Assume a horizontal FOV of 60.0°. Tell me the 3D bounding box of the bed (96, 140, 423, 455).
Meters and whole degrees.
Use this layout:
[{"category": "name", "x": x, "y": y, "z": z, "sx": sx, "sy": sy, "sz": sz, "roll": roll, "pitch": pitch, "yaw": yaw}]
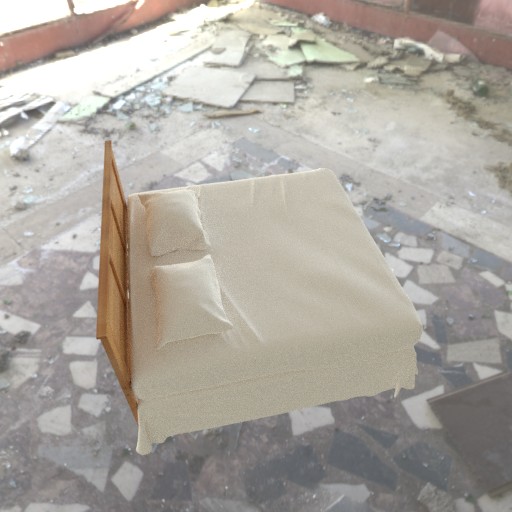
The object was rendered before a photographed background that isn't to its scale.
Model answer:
[{"category": "bed", "x": 0.000, "y": 0.000, "z": 3.630, "sx": 2.215, "sy": 1.270, "sz": 2.317, "roll": -9, "pitch": 46, "yaw": -9}]
